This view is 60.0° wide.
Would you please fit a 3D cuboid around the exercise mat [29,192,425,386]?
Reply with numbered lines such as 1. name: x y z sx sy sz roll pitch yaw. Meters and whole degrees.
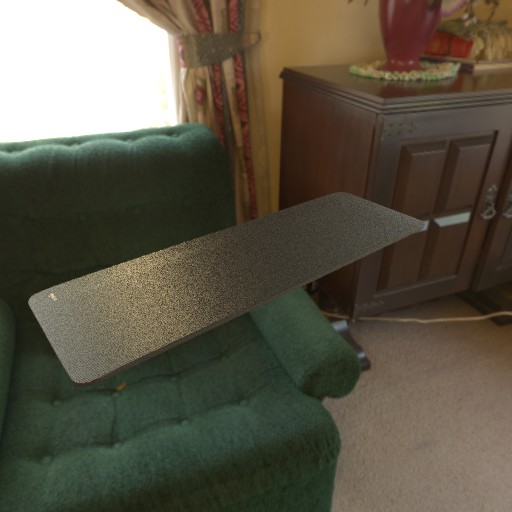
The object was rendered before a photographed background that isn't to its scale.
1. exercise mat: 0.000 0.000 2.056 1.869 0.021 0.616 -21 36 -33
